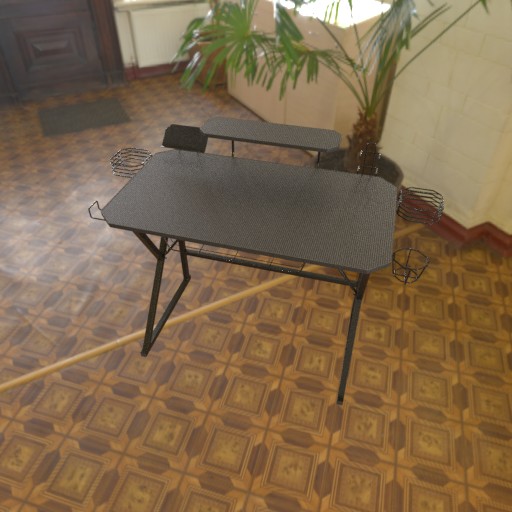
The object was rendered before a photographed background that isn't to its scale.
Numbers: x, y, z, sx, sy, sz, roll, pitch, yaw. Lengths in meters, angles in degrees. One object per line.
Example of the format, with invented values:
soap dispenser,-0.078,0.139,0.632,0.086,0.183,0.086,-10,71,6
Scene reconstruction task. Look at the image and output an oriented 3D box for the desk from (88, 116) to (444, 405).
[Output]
desk,0.000,0.000,1.770,1.290,0.880,0.580,10,42,12
